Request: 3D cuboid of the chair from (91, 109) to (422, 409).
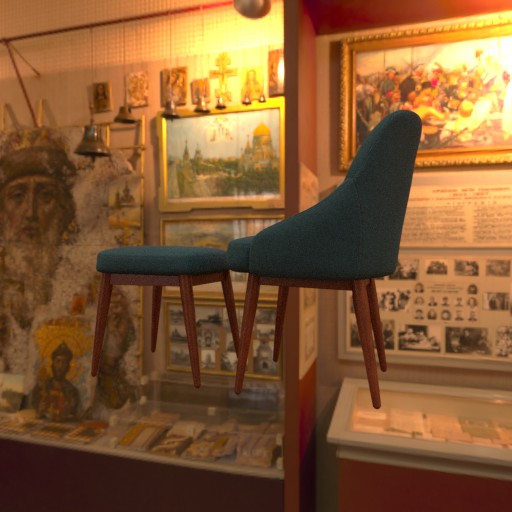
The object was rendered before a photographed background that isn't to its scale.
[{"bbox_3d":[0.000,0.000,1.594,1.114,0.866,0.584,0,1,19],"label":"chair"}]
